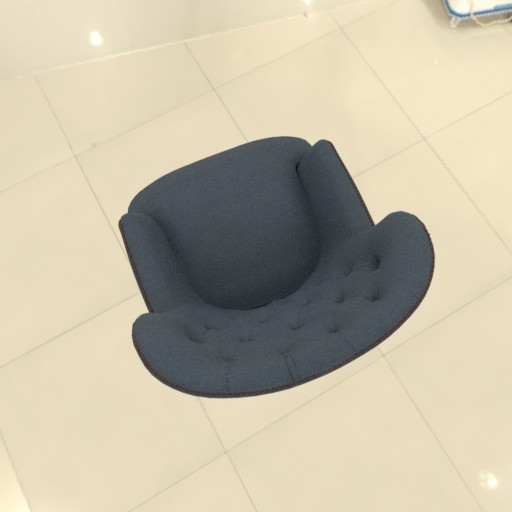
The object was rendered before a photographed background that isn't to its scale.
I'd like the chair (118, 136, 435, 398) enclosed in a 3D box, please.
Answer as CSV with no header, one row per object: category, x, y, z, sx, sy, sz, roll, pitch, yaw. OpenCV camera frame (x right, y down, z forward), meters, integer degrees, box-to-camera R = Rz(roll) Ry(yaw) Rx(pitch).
chair,0.000,0.000,1.592,0.848,0.868,0.906,-22,75,-6
